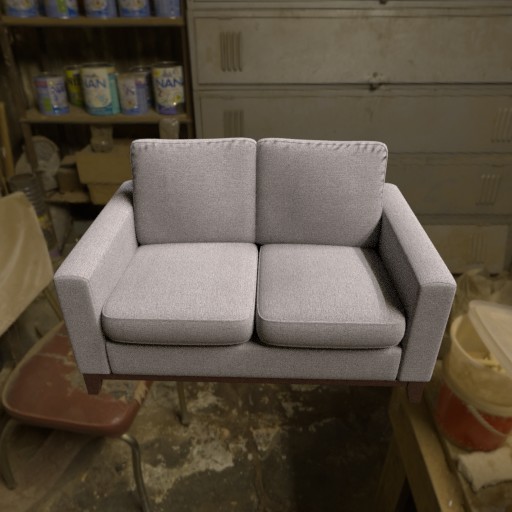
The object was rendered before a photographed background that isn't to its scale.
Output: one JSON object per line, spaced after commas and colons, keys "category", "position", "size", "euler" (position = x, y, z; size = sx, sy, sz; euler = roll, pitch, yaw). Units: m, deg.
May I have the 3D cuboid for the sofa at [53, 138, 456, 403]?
{"category": "sofa", "position": [0.000, 0.000, 1.972], "size": [1.420, 0.873, 0.917], "euler": [1, 31, 2]}
